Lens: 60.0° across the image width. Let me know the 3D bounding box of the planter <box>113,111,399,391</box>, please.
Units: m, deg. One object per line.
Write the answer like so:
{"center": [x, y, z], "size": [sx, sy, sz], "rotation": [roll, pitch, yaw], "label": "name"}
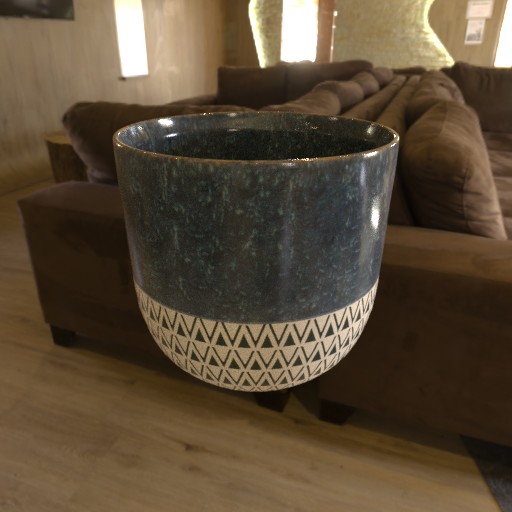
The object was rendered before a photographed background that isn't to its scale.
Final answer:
{"center": [0.000, 0.000, 0.484], "size": [0.266, 0.270, 0.266], "rotation": [0, 25, 0], "label": "planter"}
